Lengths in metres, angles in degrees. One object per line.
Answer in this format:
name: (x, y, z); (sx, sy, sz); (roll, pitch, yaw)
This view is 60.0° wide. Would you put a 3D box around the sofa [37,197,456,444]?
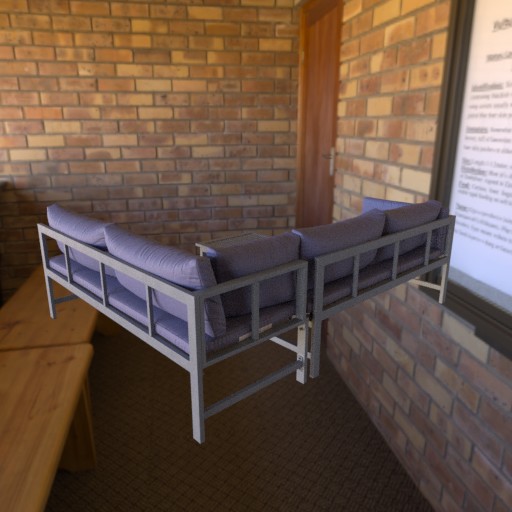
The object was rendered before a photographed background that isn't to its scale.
sofa: (0.000, 0.000, 2.929); (2.149, 0.762, 1.658); (-15, 22, -41)
